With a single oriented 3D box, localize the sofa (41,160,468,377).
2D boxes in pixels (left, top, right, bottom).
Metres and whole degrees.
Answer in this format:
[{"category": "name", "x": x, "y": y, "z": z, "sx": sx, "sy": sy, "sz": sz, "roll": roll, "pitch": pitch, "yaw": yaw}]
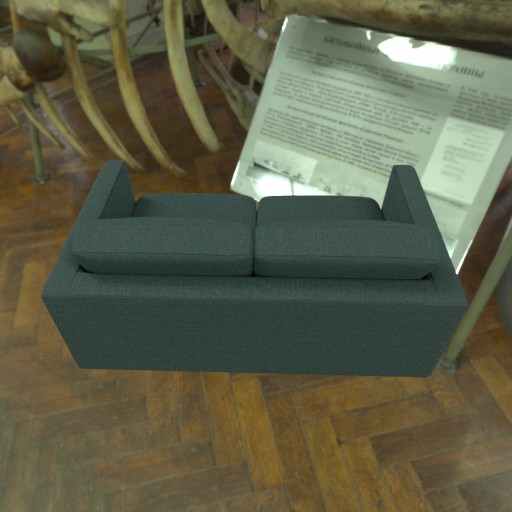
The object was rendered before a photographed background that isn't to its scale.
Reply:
[{"category": "sofa", "x": 0.000, "y": 0.000, "z": 2.240, "sx": 1.659, "sy": 0.907, "sz": 0.999, "roll": 1, "pitch": 45, "yaw": 1}]
